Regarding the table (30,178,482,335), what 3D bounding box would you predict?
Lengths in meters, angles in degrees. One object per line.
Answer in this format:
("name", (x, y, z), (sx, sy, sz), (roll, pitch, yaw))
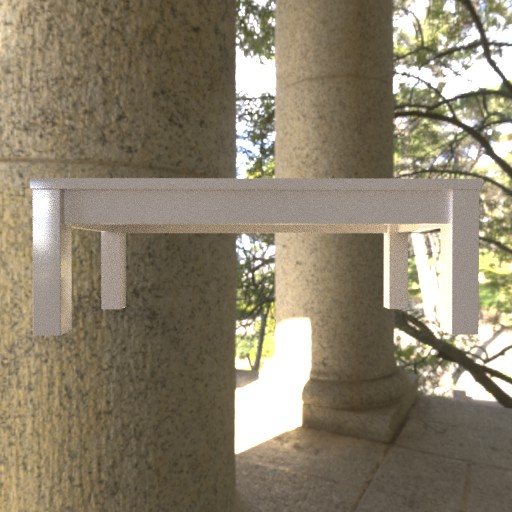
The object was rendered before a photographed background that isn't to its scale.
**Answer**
("table", (0.000, 0.000, 1.674), (1.350, 0.470, 0.700), (0, 1, -1))
